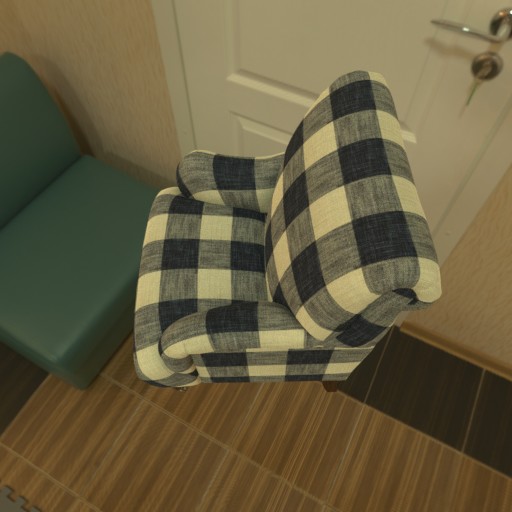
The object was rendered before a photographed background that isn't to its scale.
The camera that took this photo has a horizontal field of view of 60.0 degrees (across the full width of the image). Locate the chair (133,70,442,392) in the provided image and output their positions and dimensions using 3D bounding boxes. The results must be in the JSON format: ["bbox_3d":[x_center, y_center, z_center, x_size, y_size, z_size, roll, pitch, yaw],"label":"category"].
[{"bbox_3d":[0.000,0.000,1.528,0.848,0.953,0.781,-1,58,-1],"label":"chair"}]
